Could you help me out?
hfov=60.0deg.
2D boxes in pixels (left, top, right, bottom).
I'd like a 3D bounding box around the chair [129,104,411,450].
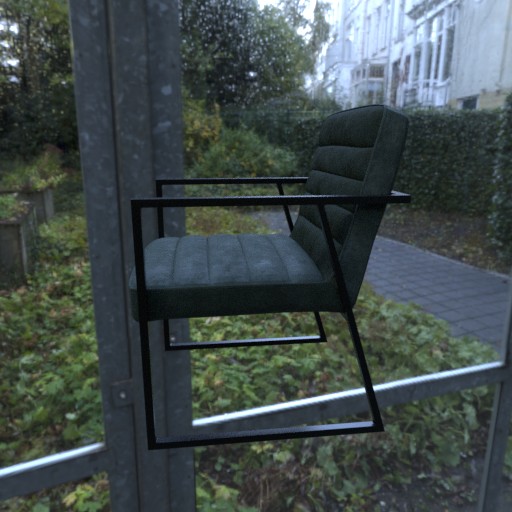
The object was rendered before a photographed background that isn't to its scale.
[{"bbox_3d":[0.000,0.000,1.305,0.677,0.833,0.571,-2,14,-7],"label":"chair"}]
